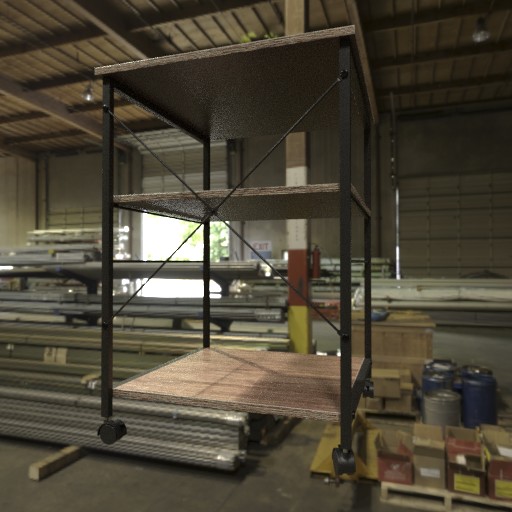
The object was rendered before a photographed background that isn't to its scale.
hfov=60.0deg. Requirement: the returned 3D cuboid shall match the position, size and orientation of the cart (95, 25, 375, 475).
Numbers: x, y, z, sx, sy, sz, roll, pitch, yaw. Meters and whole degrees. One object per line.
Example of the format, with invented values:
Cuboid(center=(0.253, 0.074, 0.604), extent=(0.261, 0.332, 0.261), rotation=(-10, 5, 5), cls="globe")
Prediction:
Cuboid(center=(0.000, 0.000, 1.063), extent=(0.521, 0.762, 0.520), rotation=(0, -1, 18), cls="cart")
